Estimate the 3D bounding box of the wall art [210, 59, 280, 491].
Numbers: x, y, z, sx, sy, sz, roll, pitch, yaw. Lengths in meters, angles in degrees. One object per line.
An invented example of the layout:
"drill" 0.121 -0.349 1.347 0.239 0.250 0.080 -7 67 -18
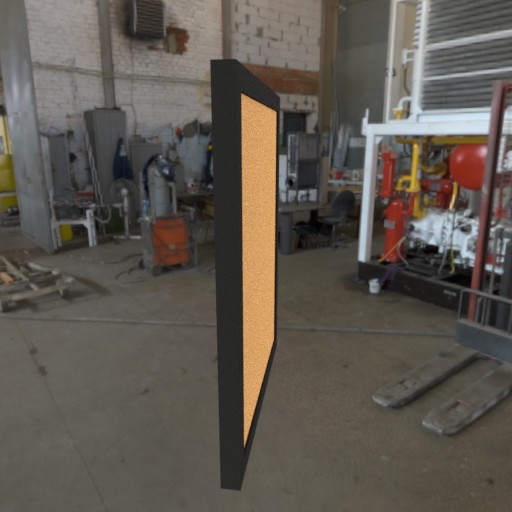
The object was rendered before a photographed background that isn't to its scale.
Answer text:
"wall art" 0.000 0.000 0.769 0.029 0.559 0.457 2 15 9
